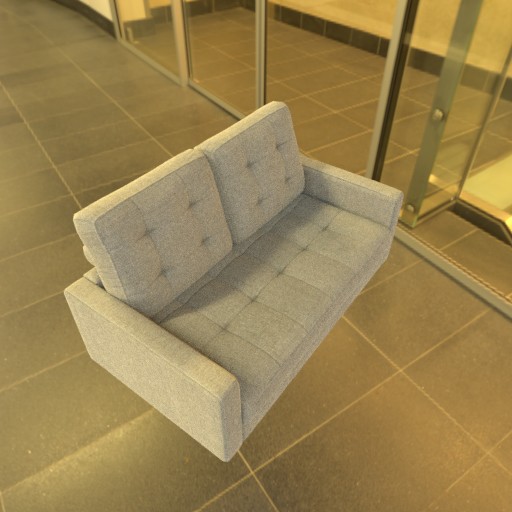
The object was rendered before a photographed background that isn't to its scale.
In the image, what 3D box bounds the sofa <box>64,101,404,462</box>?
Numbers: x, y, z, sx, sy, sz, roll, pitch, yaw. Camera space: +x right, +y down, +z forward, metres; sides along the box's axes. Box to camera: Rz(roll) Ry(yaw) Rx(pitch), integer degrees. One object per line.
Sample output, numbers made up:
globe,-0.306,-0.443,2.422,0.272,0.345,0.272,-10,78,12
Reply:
sofa,0.000,0.000,1.985,0.842,0.907,1.407,26,48,26
